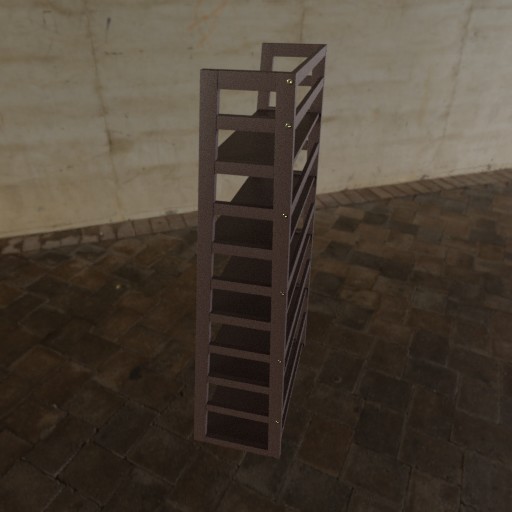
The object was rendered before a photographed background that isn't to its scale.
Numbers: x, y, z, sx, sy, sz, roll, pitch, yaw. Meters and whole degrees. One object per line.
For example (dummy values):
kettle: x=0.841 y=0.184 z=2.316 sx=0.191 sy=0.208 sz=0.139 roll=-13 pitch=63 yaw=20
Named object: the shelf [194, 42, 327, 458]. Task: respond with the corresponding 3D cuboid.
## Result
shelf: x=0.000 y=0.000 z=1.917 sx=0.403 sy=1.600 sz=0.763 roll=7 pitch=32 yaw=12
